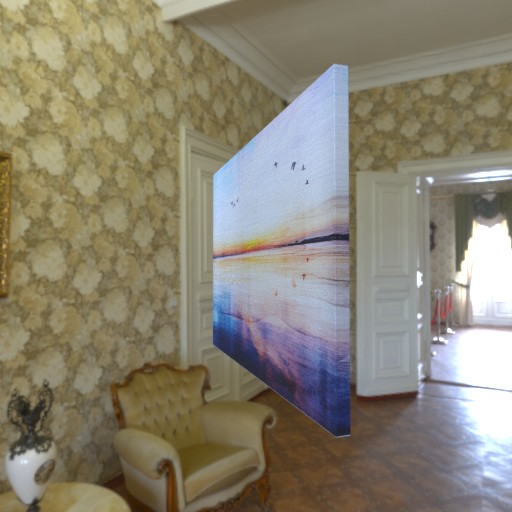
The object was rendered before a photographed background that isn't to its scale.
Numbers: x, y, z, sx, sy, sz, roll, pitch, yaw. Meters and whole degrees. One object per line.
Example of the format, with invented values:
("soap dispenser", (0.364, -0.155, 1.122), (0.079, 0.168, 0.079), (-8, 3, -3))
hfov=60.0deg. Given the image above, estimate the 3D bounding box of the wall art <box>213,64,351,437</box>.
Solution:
("wall art", (0.000, 0.000, 1.440), (0.034, 0.756, 1.137), (1, -2, -18))
